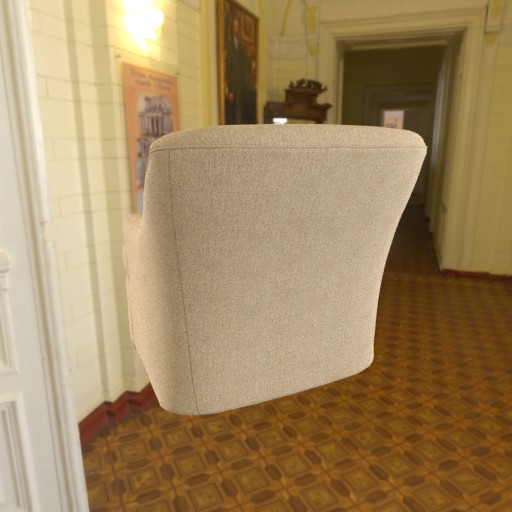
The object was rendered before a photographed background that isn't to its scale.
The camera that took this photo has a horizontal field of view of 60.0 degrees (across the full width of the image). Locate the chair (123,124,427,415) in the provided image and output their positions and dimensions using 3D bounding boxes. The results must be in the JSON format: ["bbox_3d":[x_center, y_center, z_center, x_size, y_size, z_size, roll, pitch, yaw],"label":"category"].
[{"bbox_3d":[0.000,0.000,1.557,0.864,0.856,0.923,-7,16,-26],"label":"chair"}]
